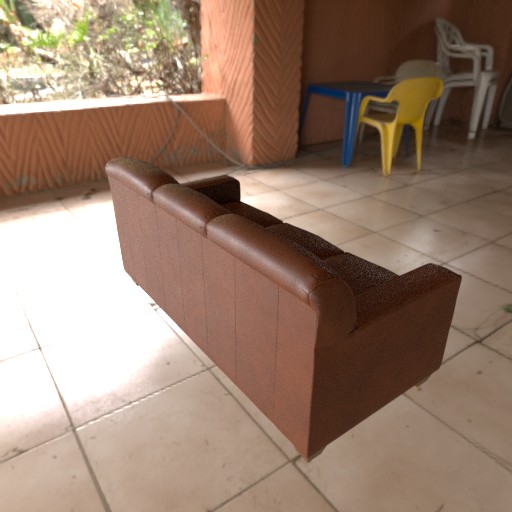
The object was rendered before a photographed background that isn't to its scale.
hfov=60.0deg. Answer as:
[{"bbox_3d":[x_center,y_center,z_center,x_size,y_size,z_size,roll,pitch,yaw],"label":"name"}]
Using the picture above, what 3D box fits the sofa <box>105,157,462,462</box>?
[{"bbox_3d":[0.000,0.000,2.611,1.008,0.953,2.039,-18,32,-32],"label":"sofa"}]
